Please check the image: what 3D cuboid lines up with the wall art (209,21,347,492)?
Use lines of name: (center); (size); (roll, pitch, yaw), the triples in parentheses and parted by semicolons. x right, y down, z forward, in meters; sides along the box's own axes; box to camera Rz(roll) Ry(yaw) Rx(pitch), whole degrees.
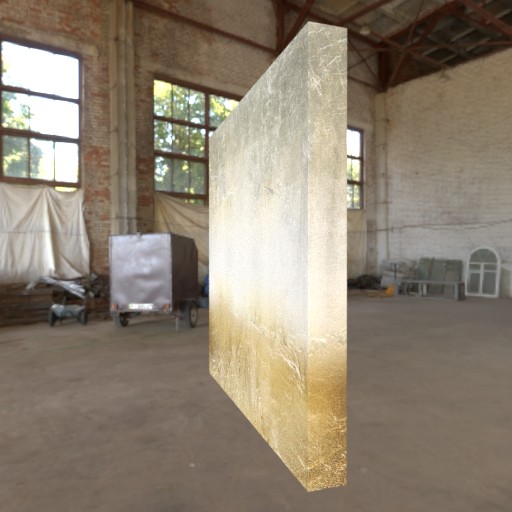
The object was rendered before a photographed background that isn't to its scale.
wall art: (0.000, 0.000, 0.581); (0.038, 0.407, 0.405); (0, 0, -18)
